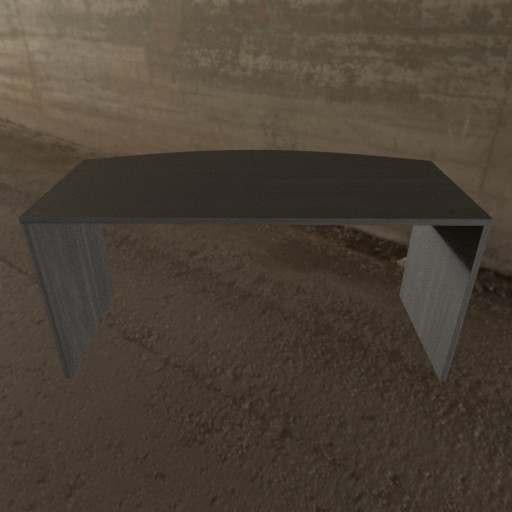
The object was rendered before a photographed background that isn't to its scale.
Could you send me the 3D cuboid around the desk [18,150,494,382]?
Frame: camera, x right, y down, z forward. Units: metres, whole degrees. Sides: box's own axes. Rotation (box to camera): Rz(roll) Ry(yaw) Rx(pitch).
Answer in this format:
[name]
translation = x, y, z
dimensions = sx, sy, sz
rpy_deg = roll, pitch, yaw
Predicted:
[desk]
translation = 0.000, 0.000, 2.025
dimensions = 1.600, 0.750, 0.802
rpy_deg = 0, 30, 1
